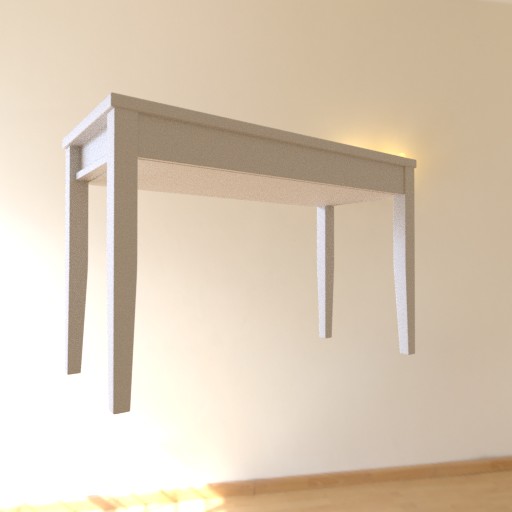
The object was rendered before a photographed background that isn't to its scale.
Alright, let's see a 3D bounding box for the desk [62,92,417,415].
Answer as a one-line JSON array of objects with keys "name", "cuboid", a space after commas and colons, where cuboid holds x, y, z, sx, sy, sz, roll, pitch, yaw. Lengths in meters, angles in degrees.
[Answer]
[{"name": "desk", "cuboid": [0.000, 0.000, 1.618, 1.220, 0.775, 0.508, 0, -1, -36]}]
